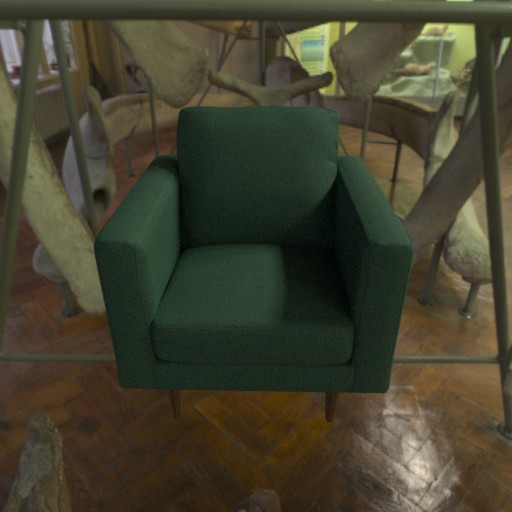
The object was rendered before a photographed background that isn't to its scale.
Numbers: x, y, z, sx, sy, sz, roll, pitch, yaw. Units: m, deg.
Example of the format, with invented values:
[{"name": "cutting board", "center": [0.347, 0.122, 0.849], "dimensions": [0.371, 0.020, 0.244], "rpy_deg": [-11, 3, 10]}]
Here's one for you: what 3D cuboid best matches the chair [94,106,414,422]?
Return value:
[{"name": "chair", "center": [0.000, 0.000, 1.573], "dimensions": [0.855, 0.927, 0.800], "rpy_deg": [1, 29, 1]}]
